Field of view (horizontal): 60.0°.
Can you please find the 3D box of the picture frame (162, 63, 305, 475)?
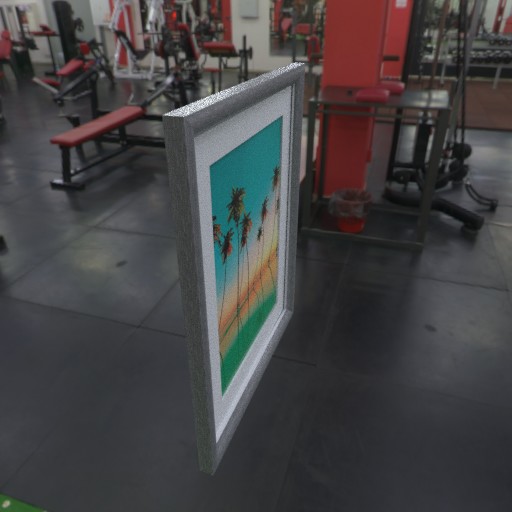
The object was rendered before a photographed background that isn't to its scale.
[{"bbox_3d":[0.000,0.000,0.755,0.029,0.559,0.454,11,32,18],"label":"picture frame"}]
